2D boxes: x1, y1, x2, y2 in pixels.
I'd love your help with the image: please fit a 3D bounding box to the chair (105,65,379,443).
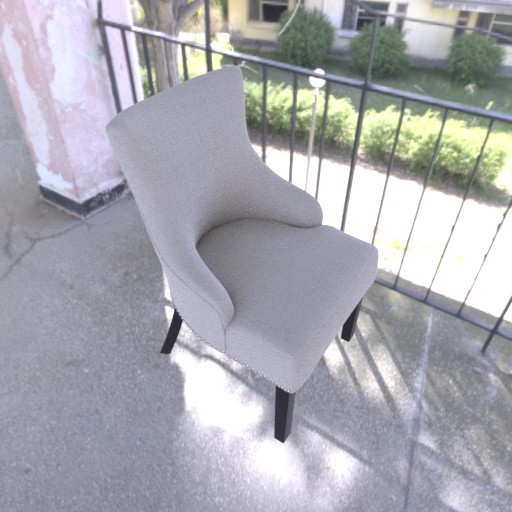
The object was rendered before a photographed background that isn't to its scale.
[{"bbox_3d":[0.000,0.000,1.345,0.629,0.909,0.566,24,46,25],"label":"chair"}]
